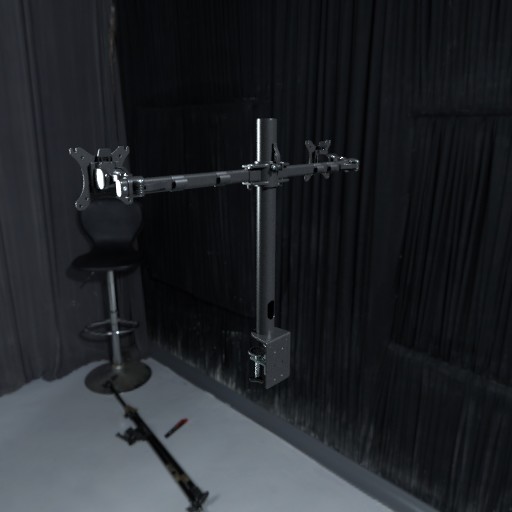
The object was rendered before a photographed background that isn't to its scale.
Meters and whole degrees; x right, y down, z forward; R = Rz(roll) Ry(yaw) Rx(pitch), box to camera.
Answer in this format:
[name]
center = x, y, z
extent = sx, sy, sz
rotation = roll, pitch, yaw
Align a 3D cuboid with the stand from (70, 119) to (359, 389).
[stand]
center = 0.000, 0.000, 1.022
extent = 0.743, 0.603, 0.150
rotation = -15, 22, -43
